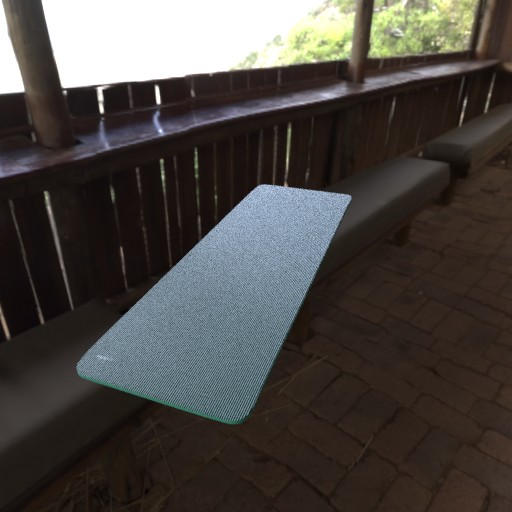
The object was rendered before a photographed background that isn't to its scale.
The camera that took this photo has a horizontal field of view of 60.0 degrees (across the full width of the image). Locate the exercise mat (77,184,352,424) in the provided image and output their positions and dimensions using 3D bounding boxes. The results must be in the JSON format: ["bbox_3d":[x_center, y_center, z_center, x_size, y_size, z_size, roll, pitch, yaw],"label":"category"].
[{"bbox_3d":[0.000,0.000,2.106,0.616,0.021,1.869,10,31,17],"label":"exercise mat"}]
